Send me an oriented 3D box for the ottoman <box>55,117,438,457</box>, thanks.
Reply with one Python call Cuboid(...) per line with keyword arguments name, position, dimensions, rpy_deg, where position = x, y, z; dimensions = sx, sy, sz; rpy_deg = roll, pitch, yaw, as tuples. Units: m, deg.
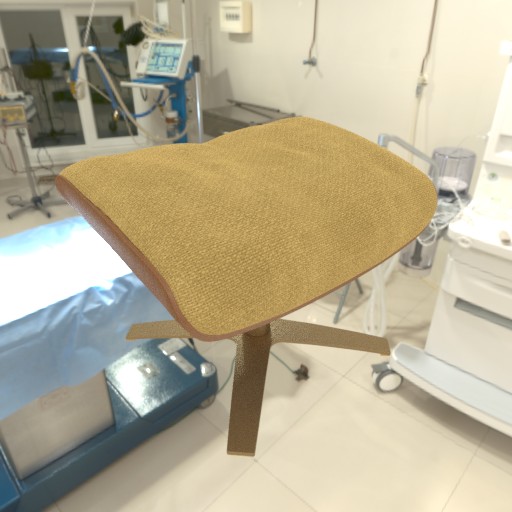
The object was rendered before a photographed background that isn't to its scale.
Cuboid(name="ottoman", position=(0.000, 0.000, 0.784), dimensions=(0.520, 0.391, 0.394), rpy_deg=(-23, 37, -34))
